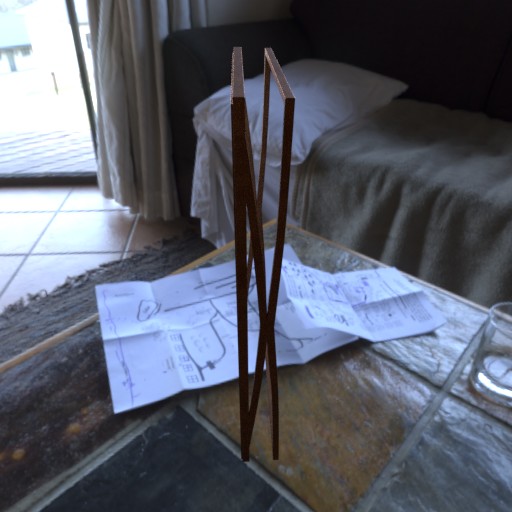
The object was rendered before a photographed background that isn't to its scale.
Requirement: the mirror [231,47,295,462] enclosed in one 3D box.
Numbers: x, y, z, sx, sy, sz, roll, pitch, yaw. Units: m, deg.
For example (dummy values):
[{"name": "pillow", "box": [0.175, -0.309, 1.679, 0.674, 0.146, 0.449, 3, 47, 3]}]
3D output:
[{"name": "mirror", "box": [0.000, 0.000, 0.961, 0.082, 0.768, 0.468, -1, 32, -2]}]
